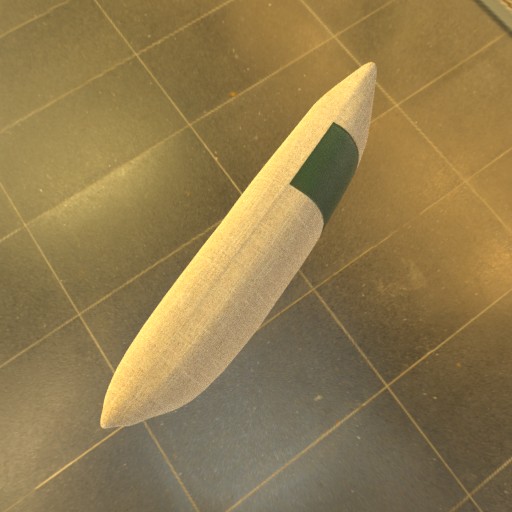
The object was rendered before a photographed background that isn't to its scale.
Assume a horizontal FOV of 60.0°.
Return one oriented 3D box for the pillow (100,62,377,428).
[{"bbox_3d":[0.000,0.000,1.017,0.197,0.429,0.859,34,77,9],"label":"pillow"}]
